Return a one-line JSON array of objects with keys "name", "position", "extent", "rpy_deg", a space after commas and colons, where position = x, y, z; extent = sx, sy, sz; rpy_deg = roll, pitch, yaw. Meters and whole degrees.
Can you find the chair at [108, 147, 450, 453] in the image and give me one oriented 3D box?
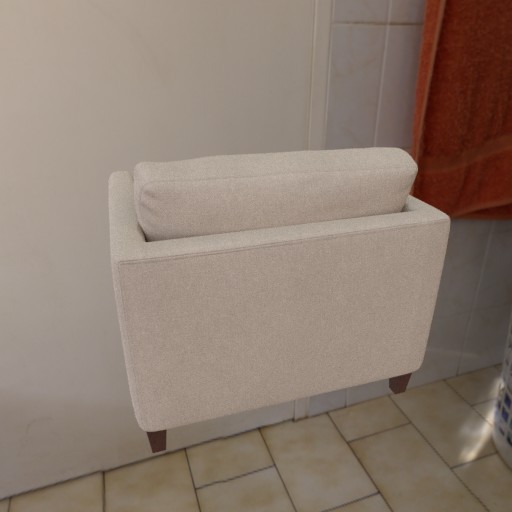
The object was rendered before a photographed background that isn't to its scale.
[{"name": "chair", "position": [0.000, 0.000, 1.827], "extent": [1.107, 0.961, 0.959], "rpy_deg": [-8, 27, -15]}]
